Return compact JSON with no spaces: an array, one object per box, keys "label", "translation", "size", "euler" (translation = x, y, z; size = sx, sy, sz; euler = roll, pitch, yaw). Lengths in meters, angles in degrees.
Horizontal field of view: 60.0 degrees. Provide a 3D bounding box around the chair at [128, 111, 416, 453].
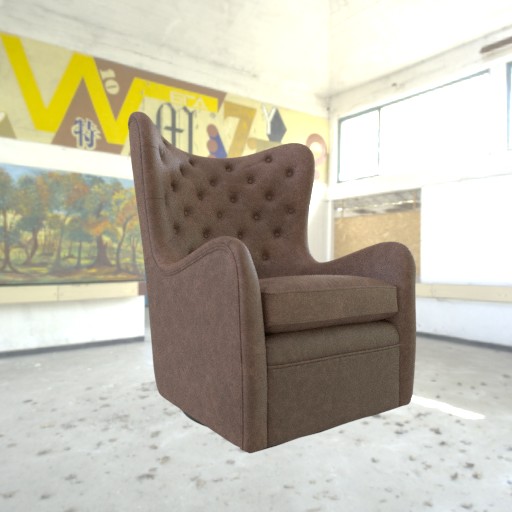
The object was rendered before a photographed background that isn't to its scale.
[{"label":"chair","translation":[0.000,0.000,1.698],"size":[0.831,1.079,0.930],"euler":[0,0,-35]}]
